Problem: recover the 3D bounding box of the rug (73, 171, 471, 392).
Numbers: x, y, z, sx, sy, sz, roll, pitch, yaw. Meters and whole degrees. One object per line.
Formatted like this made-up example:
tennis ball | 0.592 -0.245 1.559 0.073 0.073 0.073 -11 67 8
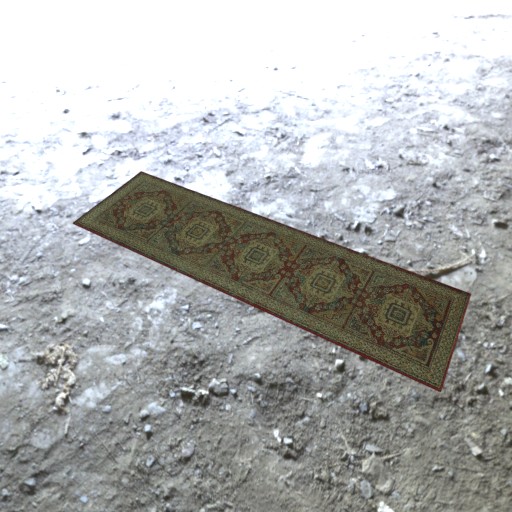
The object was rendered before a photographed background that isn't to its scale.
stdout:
rug | 0.000 0.000 2.587 2.292 0.015 0.659 22 49 21
